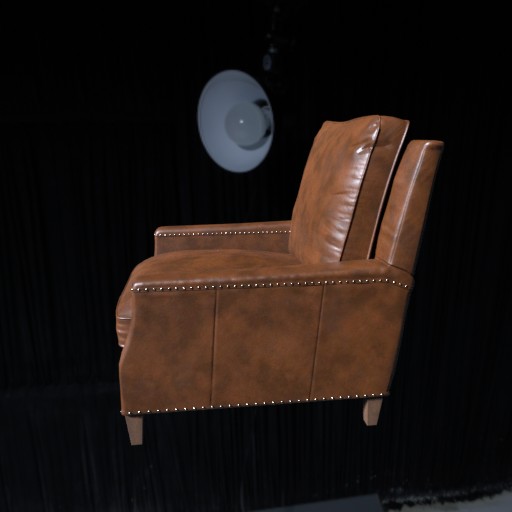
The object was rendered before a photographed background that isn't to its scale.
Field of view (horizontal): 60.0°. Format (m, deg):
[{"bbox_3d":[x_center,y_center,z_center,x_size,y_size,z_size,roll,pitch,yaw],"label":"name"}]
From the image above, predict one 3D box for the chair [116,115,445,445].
[{"bbox_3d":[0.000,0.000,1.770,1.035,1.054,0.854,-2,15,-7],"label":"chair"}]
